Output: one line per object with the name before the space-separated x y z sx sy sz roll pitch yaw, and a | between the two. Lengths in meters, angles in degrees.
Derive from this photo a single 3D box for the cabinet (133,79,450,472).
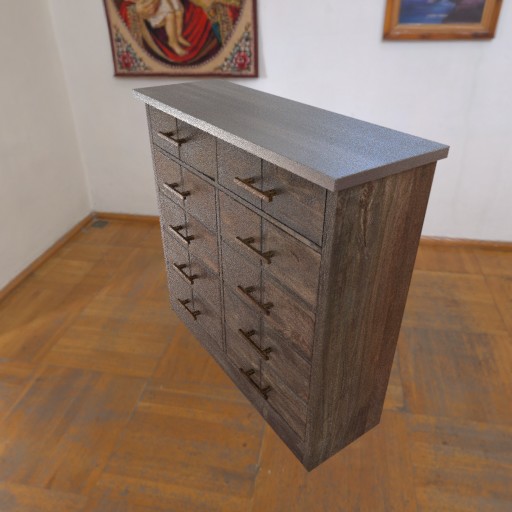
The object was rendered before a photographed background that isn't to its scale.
cabinet | 0.000 0.000 1.441 0.338 0.919 0.968 -20 37 -29
